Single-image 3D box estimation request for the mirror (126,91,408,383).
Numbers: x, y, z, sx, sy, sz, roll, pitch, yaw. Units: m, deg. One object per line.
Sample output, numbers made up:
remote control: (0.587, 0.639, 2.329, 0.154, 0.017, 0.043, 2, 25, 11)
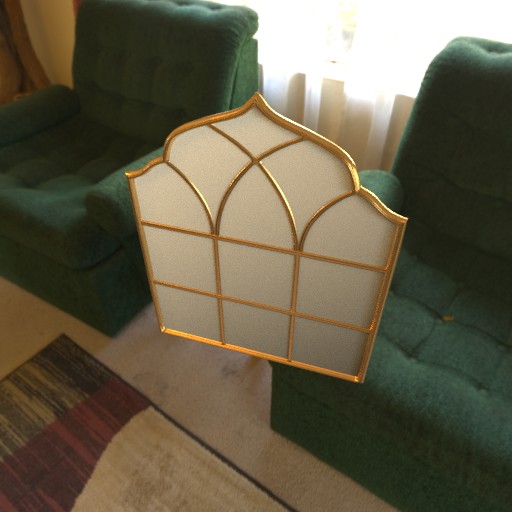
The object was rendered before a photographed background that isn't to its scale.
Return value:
mirror: (0.000, 0.000, 0.862, 0.513, 0.635, 0.018, 12, 42, 13)
